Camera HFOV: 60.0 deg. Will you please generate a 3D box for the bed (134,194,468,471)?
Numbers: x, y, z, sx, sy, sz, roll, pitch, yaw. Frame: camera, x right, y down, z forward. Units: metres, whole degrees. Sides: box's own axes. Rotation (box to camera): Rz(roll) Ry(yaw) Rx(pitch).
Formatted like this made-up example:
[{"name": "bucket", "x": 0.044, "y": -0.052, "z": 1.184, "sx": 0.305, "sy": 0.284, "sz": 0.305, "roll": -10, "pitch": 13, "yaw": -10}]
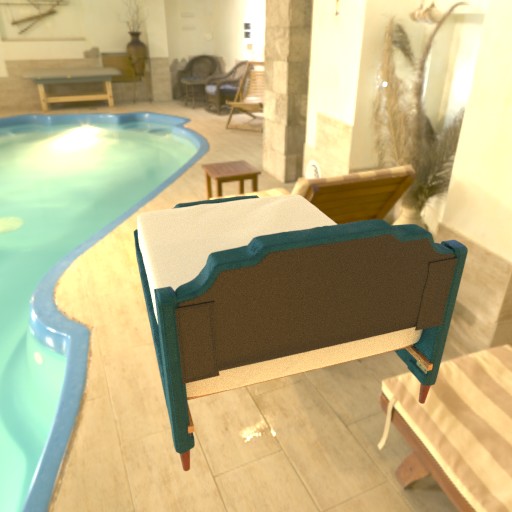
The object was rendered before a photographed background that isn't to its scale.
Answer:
[{"name": "bed", "x": 0.000, "y": 0.000, "z": 3.352, "sx": 1.678, "sy": 1.338, "sz": 2.322, "roll": -9, "pitch": 29, "yaw": -16}]
